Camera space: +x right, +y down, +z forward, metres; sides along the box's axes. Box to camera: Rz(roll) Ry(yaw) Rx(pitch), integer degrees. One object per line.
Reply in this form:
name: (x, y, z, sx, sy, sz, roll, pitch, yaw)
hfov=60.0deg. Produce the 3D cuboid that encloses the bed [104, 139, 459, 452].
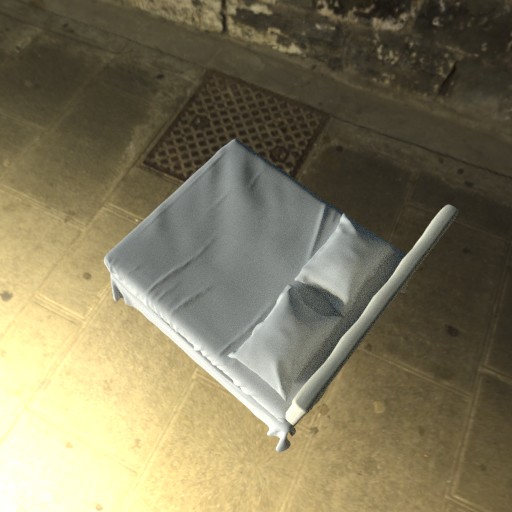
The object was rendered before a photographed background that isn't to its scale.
bed: (0.000, 0.000, 3.556, 2.222, 1.577, 1.936, 37, 70, 16)
